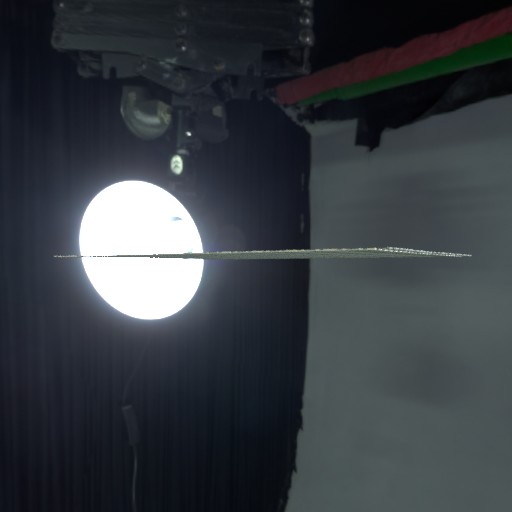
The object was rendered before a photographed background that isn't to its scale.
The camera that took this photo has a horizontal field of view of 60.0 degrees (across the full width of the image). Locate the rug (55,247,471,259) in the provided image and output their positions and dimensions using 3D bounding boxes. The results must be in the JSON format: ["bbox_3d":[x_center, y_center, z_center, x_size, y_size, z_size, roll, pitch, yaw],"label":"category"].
[{"bbox_3d":[0.000,0.000,3.013,2.410,0.011,1.539,-1,-2,36],"label":"rug"}]
